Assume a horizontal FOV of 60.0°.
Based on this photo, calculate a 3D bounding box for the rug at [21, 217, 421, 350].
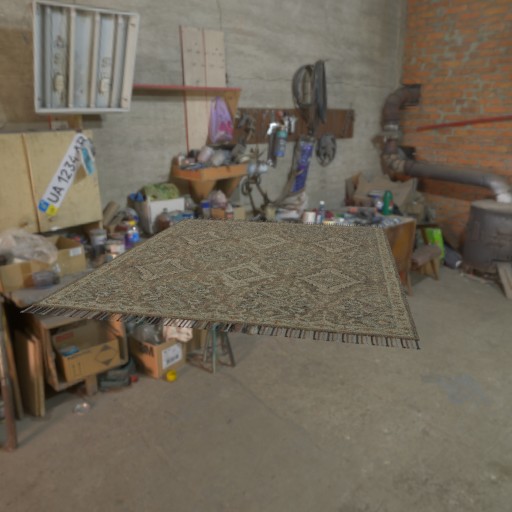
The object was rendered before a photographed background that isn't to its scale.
[{"bbox_3d":[0.000,0.000,4.019,2.437,0.010,3.056,3,17,11],"label":"rug"}]
